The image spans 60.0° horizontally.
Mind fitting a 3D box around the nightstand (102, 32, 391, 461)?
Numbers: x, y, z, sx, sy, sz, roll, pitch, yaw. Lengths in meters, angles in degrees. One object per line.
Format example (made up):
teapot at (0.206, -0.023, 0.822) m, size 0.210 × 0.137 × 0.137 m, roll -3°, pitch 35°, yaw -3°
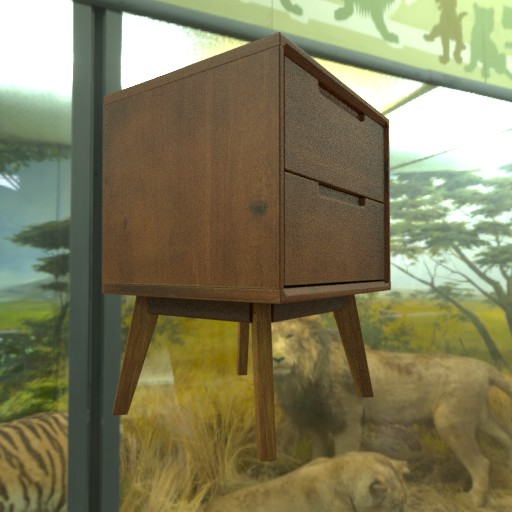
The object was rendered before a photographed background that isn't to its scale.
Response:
nightstand at (0.000, 0.000, 0.922) m, size 0.411 × 0.618 × 0.460 m, roll -1°, pitch -2°, yaw 36°
